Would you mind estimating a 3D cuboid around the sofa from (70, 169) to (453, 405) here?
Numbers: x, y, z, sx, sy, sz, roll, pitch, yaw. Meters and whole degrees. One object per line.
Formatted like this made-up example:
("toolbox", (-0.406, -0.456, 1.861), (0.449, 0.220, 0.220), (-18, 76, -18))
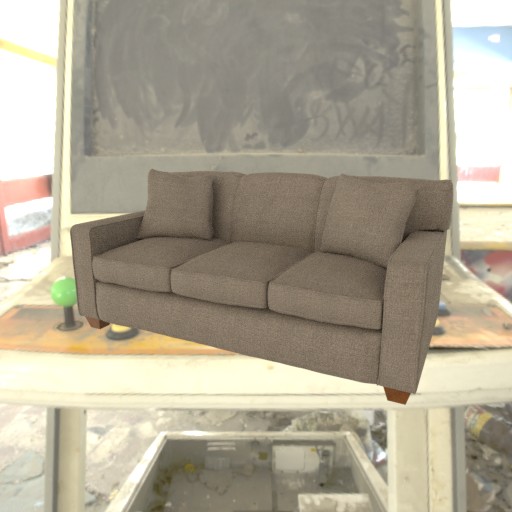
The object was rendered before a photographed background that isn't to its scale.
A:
("sofa", (0.000, 0.000, 2.614), (2.024, 0.958, 0.997), (7, 16, 26))
